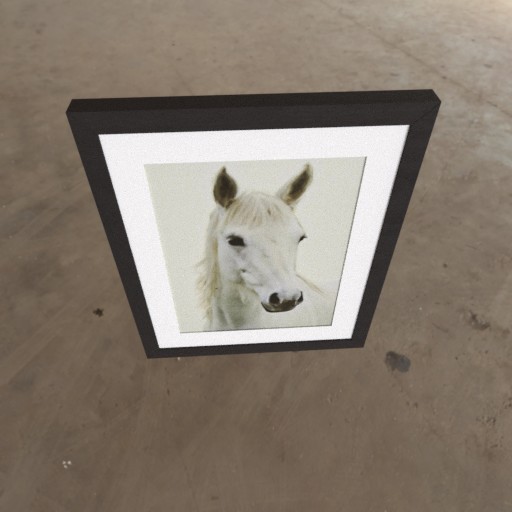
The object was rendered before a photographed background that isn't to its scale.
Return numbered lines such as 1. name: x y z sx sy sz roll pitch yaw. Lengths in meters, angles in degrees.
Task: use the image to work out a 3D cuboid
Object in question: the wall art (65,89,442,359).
1. wall art: 0.000 0.000 0.745 0.455 0.552 0.034 -2 46 -2
